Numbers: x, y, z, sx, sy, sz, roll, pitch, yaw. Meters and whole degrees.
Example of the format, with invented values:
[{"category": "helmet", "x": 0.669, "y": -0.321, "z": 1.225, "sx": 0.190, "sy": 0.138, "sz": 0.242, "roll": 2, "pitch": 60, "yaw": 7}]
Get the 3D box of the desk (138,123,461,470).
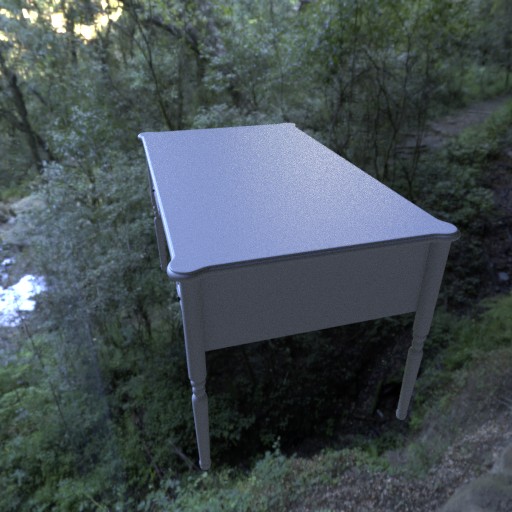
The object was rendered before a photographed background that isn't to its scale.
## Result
[{"category": "desk", "x": 0.000, "y": 0.000, "z": 1.862, "sx": 0.807, "sy": 0.762, "sz": 1.380, "roll": -8, "pitch": 30, "yaw": -14}]
